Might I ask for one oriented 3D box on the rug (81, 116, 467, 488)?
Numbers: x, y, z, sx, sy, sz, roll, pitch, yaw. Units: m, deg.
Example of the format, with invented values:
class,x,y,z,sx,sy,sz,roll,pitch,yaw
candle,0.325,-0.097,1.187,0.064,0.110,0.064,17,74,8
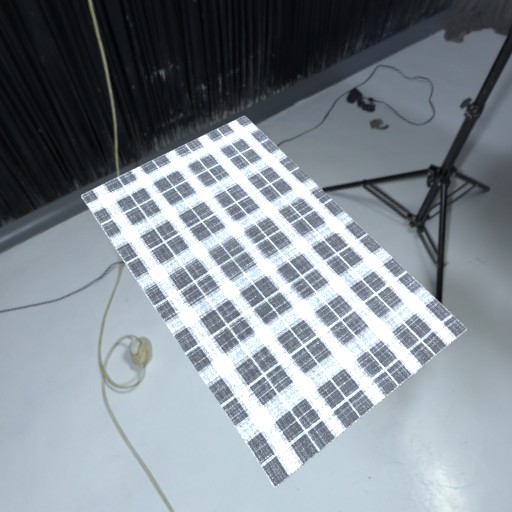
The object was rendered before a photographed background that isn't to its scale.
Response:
class,x,y,z,sx,sy,sz,roll,pitch,yaw
rug,0.000,0.000,3.063,1.520,0.015,2.434,-31,63,-18
